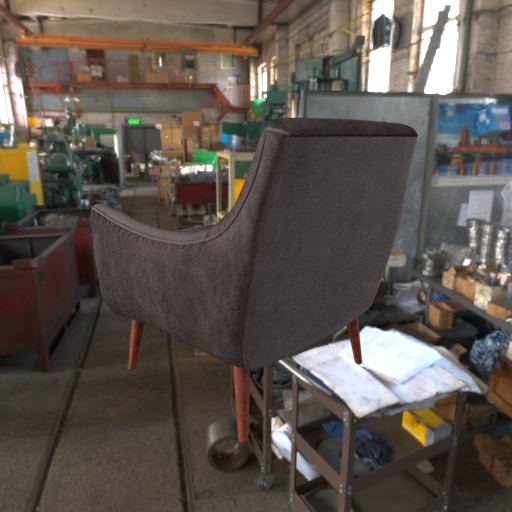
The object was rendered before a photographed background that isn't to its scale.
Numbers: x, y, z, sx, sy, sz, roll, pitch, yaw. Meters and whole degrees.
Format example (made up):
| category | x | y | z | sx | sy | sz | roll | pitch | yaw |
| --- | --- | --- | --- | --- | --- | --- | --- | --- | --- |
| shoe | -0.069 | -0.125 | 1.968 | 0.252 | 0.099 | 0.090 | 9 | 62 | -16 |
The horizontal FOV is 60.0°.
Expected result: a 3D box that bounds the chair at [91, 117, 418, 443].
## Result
| category | x | y | z | sx | sy | sz | roll | pitch | yaw |
| --- | --- | --- | --- | --- | --- | --- | --- | --- | --- |
| chair | 0.000 | 0.000 | 1.450 | 0.787 | 0.838 | 0.762 | 14 | 20 | 42 |
